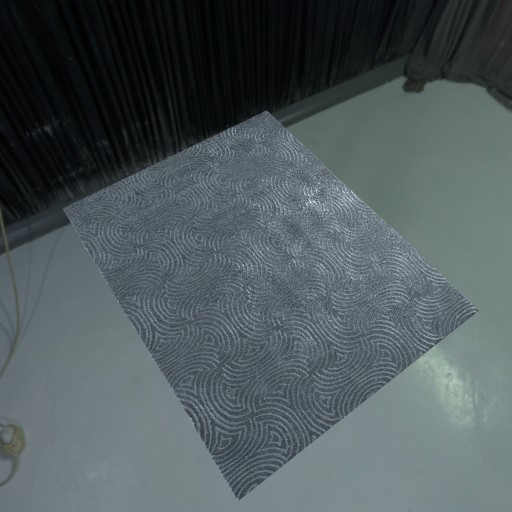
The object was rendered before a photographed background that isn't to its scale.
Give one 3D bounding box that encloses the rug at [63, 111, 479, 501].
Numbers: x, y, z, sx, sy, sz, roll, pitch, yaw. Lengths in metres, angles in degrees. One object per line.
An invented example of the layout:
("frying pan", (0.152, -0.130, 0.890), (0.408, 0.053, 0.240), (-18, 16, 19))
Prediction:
("rug", (0.000, 0.000, 4.013), (2.456, 0.021, 3.042), (-31, 63, -18))
